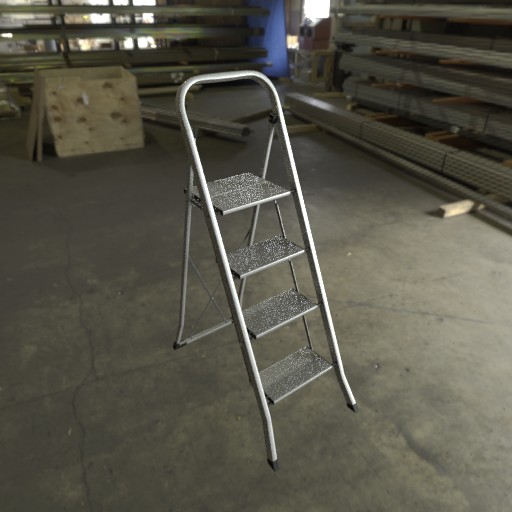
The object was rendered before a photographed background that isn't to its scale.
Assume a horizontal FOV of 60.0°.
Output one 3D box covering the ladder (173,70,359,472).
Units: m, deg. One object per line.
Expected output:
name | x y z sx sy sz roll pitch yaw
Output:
ladder | 0.000 0.000 1.716 0.465 1.290 0.830 -21 36 -32
